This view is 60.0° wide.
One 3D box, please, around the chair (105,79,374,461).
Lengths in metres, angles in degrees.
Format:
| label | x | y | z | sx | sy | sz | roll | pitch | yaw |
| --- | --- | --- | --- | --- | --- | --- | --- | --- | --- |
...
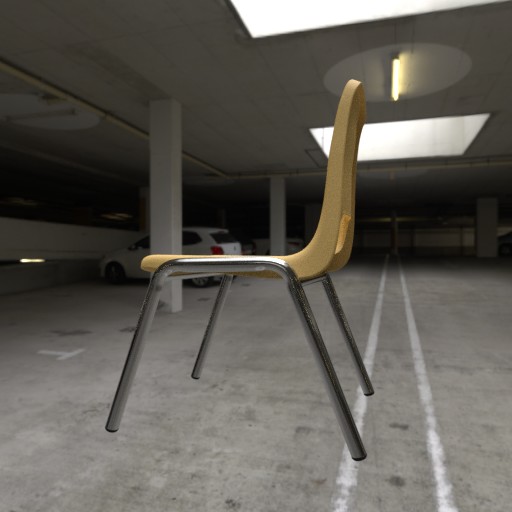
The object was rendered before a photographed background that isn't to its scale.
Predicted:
| label | x | y | z | sx | sy | sz | roll | pitch | yaw |
| --- | --- | --- | --- | --- | --- | --- | --- | --- | --- |
| chair | 0.000 | 0.000 | 0.840 | 0.423 | 0.586 | 0.354 | 0 | 0 | 17 |
